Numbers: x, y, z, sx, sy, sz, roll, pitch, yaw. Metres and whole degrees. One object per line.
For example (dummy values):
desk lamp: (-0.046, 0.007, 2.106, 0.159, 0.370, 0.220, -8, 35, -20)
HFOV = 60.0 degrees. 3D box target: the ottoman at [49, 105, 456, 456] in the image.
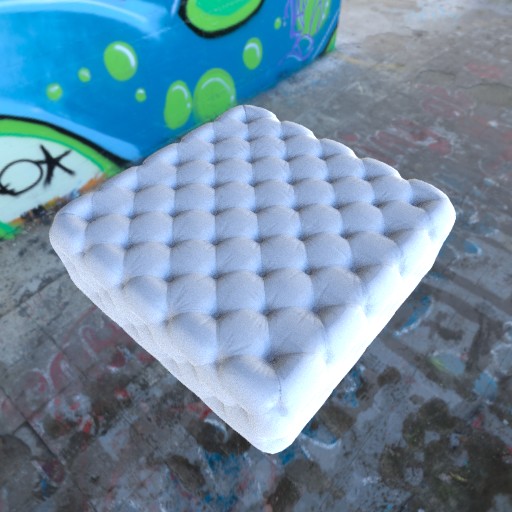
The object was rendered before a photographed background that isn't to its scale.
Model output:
ottoman: (0.000, 0.000, 1.205, 0.755, 0.376, 0.753, 33, 56, 26)
